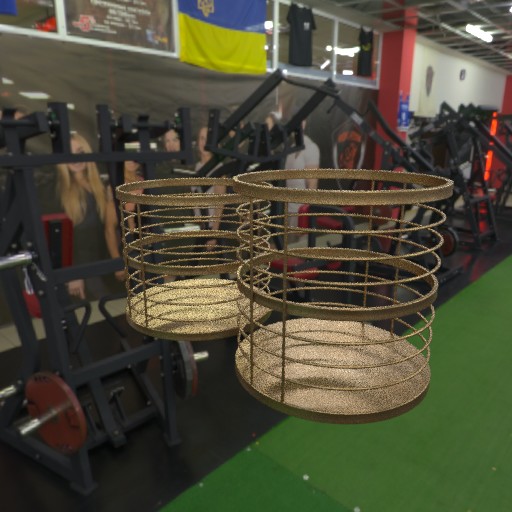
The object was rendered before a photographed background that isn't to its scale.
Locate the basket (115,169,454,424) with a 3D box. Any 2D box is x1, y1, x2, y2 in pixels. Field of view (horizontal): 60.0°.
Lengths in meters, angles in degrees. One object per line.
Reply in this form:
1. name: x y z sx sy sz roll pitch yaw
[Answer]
1. basket: 0.000 0.000 0.923 0.746 0.351 0.356 15 22 43
